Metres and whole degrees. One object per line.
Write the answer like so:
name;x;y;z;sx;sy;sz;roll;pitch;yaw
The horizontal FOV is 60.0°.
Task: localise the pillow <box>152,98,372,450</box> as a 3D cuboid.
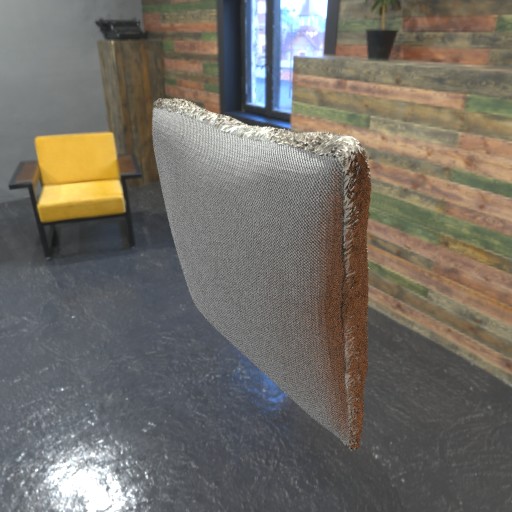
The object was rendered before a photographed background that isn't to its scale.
pillow;0.000;0.000;0.792;0.218;0.515;0.529;-18;32;-31
